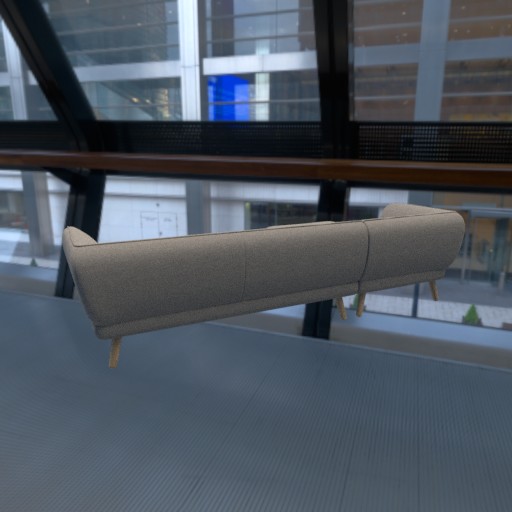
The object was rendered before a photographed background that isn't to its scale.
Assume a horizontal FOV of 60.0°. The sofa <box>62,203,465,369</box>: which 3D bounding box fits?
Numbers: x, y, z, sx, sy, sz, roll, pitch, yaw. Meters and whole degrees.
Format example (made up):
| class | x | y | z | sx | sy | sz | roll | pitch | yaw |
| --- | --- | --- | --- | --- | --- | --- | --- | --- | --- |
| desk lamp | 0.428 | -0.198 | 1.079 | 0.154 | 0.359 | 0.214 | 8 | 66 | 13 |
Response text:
| class | x | y | z | sx | sy | sz | roll | pitch | yaw |
| --- | --- | --- | --- | --- | --- | --- | --- | --- | --- |
| sofa | 0.000 | 0.000 | 3.341 | 2.653 | 0.693 | 1.532 | -7 | 15 | -26 |
